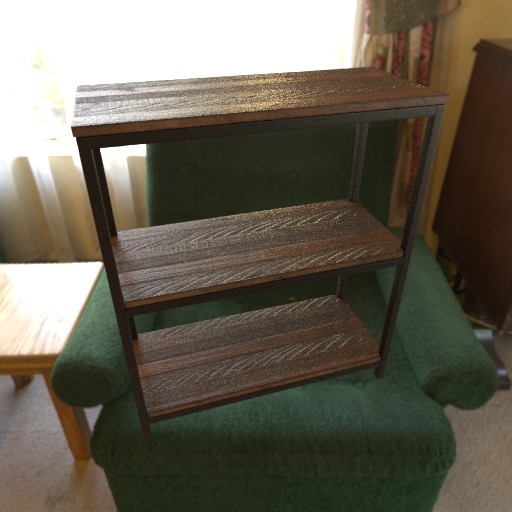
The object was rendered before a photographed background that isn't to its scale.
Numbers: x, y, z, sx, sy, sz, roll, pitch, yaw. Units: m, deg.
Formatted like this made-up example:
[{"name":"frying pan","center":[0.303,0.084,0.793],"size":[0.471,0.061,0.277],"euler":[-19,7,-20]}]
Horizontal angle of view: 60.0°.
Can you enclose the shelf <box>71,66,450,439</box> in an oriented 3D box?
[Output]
[{"name":"shelf","center":[0.000,0.000,1.316],"size":[0.822,0.947,0.352],"euler":[-10,34,-14]}]
